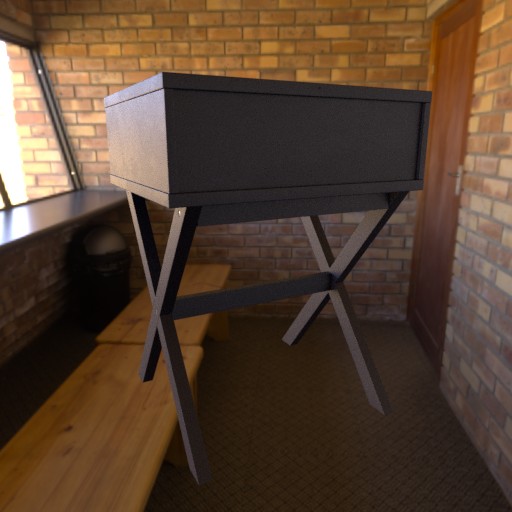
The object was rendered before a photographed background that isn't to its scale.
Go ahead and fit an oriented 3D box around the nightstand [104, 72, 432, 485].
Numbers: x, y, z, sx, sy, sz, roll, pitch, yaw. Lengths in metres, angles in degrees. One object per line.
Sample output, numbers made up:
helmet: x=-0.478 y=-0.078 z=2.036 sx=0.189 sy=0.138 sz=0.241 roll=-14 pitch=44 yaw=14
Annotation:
nightstand: x=0.000 y=0.000 z=0.907 sx=0.479 sy=0.623 sz=0.402 roll=-8 pitch=17 yaw=-27
